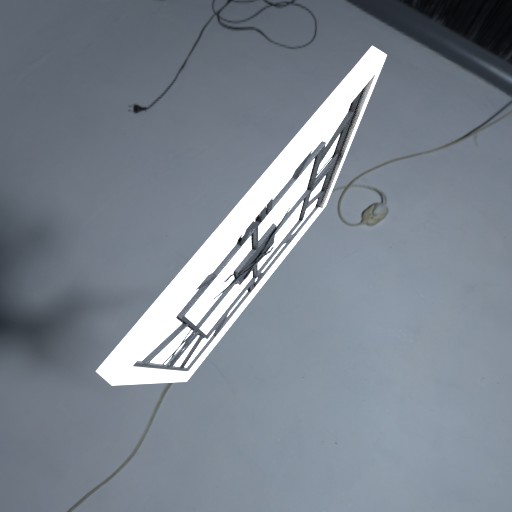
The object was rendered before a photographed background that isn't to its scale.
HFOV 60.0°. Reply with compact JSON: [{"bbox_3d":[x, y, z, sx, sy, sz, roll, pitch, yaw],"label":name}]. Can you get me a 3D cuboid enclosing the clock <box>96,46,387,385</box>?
[{"bbox_3d":[0.000,0.000,1.044,0.032,0.705,0.705,37,78,9],"label":"clock"}]
